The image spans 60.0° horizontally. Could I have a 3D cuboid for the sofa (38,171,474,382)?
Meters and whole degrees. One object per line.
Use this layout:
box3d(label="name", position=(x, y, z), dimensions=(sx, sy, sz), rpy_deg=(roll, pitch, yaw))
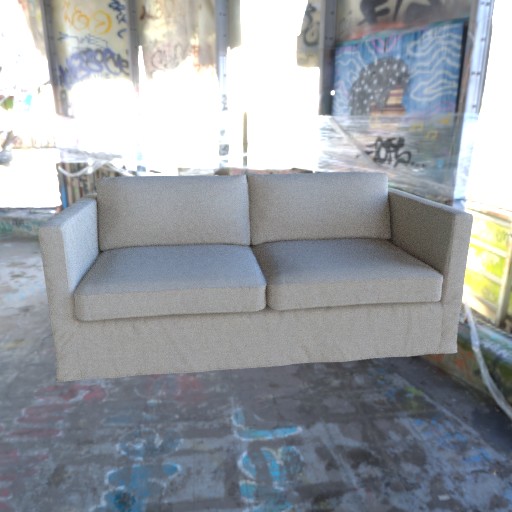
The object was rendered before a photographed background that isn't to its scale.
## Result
box3d(label="sofa", position=(0.000, 0.000, 2.425), dimensions=(1.959, 0.835, 0.962), rpy_deg=(-2, 17, -8))
